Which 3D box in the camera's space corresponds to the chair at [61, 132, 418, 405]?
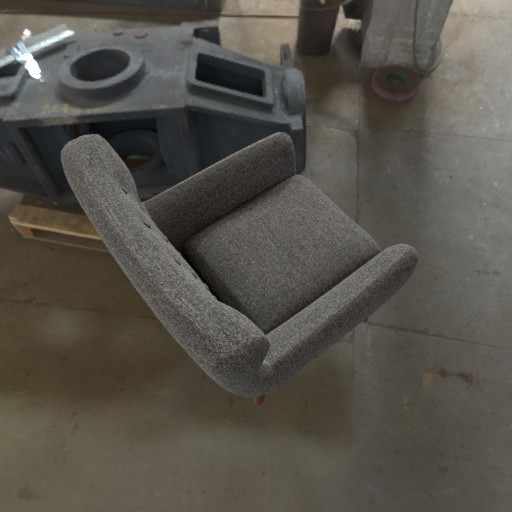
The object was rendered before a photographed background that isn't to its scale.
[{"bbox_3d":[0.000,0.000,1.719,0.940,1.039,0.889,-33,64,-18],"label":"chair"}]
